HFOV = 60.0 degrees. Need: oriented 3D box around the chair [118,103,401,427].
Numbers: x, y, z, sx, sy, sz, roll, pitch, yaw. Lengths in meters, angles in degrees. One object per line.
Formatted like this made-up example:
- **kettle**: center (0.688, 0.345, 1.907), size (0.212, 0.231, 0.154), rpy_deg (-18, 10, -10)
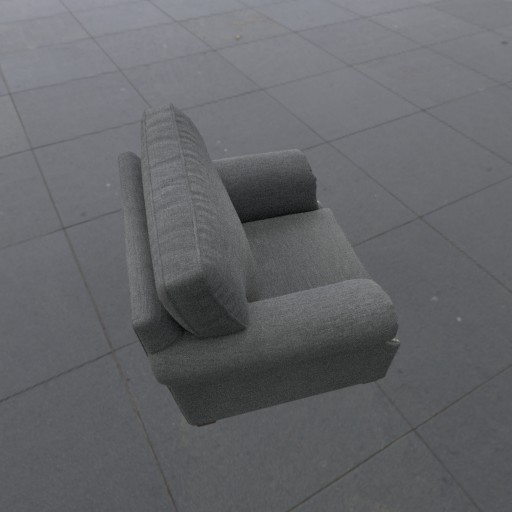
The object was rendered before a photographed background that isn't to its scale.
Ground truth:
- **chair**: center (0.000, 0.000, 1.851), size (0.965, 0.961, 1.092), rpy_deg (-11, 47, -10)
